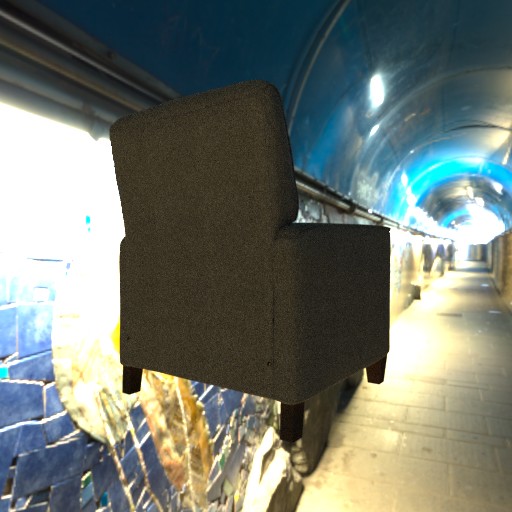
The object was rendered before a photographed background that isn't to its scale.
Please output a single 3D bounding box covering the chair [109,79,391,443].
[{"bbox_3d":[0.000,0.000,1.712,0.841,1.028,0.858,0,1,36],"label":"chair"}]
